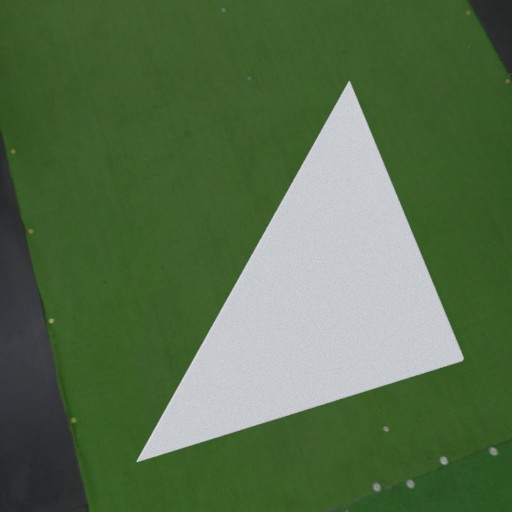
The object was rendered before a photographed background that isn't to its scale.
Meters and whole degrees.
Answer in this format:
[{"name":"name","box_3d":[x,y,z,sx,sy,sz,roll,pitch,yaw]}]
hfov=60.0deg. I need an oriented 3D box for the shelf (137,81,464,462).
[{"name":"shelf","box_3d":[0.000,0.000,0.431,0.296,0.035,0.296,-16,76,-4]}]
